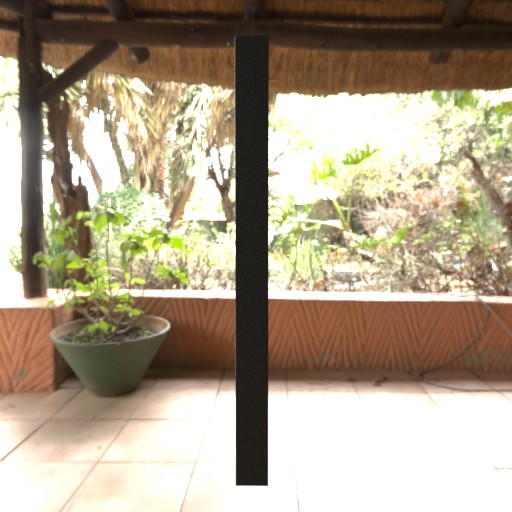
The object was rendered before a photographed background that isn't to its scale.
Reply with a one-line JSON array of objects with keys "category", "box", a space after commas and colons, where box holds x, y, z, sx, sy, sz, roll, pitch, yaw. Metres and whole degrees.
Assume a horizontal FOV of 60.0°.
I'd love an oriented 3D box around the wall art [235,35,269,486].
[{"category": "wall art", "box": [0.000, 0.000, 0.750, 0.037, 0.506, 0.506, 0, 2, 1]}]
